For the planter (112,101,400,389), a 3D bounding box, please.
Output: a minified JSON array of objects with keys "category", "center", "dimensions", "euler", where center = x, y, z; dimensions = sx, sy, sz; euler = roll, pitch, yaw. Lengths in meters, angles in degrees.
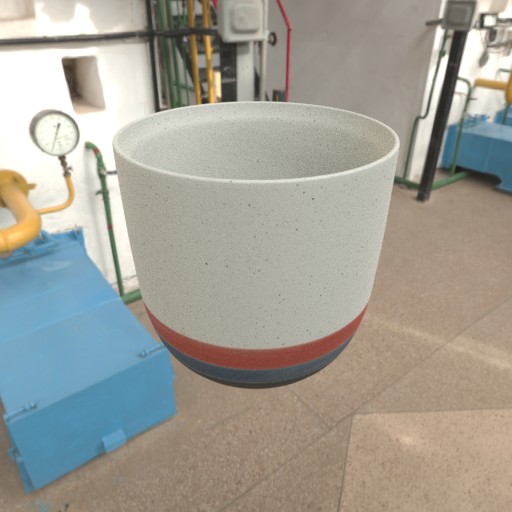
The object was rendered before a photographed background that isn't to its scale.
[{"category":"planter","center":[0.000,0.000,0.380],"dimensions":[0.204,0.214,0.204],"euler":[0,31,0]}]
